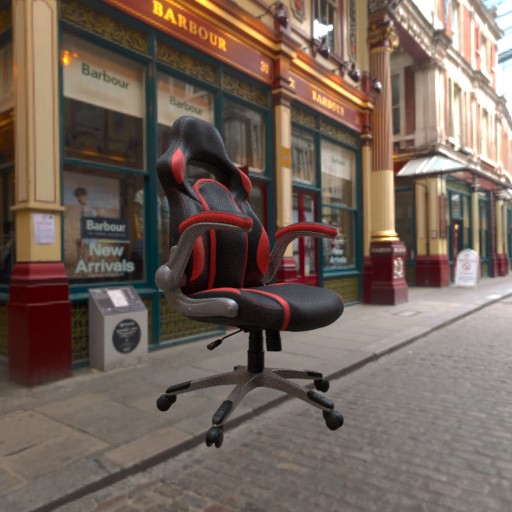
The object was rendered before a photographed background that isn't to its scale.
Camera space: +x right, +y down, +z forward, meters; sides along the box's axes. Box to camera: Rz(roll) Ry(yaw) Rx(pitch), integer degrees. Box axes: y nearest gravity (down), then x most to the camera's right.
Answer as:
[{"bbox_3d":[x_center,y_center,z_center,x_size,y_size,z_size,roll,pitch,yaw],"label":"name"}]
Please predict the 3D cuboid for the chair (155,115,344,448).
[{"bbox_3d":[0.000,0.000,1.689,0.712,1.165,0.758,0,0,37],"label":"chair"}]
